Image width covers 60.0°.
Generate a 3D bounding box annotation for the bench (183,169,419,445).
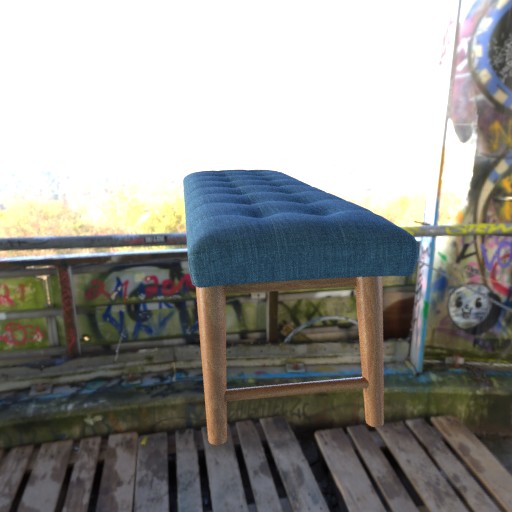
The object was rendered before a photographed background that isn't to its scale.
[{"bbox_3d":[0.000,0.000,1.319,0.406,0.432,1.118,-3,16,-9],"label":"bench"}]
